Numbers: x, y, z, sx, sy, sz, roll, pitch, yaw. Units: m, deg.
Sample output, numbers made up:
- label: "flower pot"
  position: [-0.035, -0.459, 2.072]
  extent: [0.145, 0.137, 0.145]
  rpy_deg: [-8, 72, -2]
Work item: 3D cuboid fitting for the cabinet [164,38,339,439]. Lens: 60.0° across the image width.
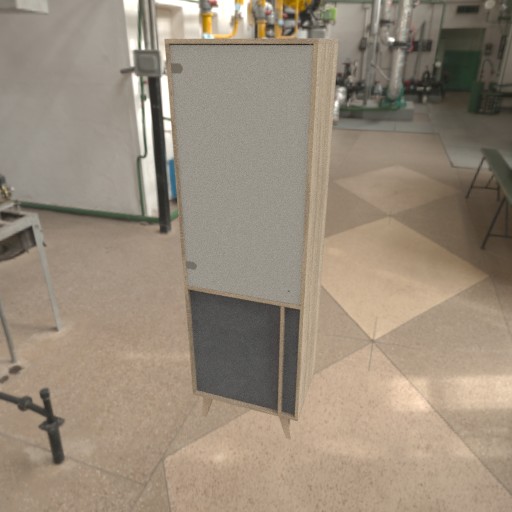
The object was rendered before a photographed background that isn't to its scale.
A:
- label: "cabinet"
  position: [0.000, 0.000, 2.104]
  extent: [0.570, 1.850, 0.400]
  rpy_deg: [8, 27, 17]
